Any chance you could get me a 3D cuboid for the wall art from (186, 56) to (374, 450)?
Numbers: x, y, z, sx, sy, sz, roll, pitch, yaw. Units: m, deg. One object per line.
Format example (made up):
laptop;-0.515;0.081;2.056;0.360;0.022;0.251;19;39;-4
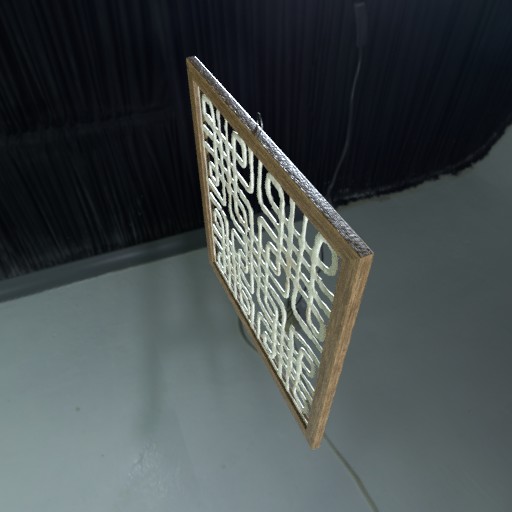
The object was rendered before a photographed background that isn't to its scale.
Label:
wall art;0.000;0.000;0.845;0.021;0.582;0.561;-19;50;-17
